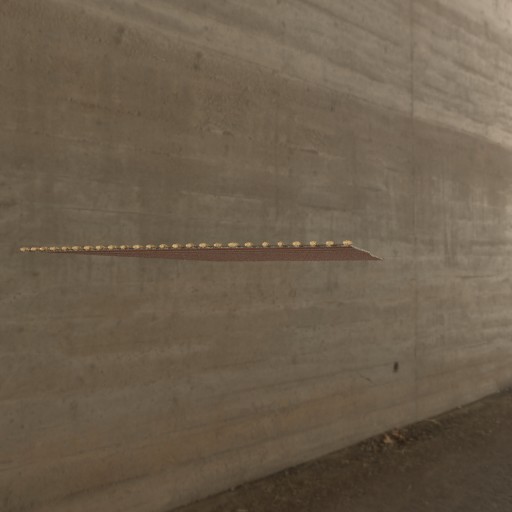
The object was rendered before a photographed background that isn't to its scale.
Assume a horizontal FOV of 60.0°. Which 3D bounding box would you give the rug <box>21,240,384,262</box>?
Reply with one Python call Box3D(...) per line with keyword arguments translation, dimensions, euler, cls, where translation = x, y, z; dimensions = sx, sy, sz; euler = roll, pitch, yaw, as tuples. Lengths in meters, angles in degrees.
Box3D(translation=(0.000, 0.000, 2.994), dimensions=(1.556, 0.022, 2.433), euler=(-1, -2, 19), cls="rug")
